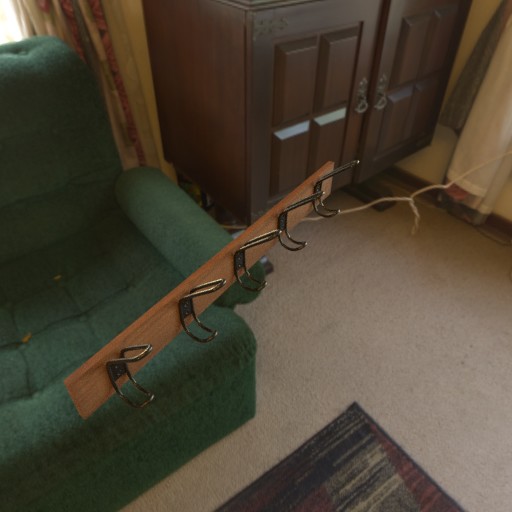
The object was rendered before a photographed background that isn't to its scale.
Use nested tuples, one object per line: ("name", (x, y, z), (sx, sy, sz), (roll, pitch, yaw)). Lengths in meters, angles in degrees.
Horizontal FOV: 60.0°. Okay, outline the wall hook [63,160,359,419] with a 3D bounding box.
("wall hook", (0.000, 0.000, 0.602), (0.076, 0.116, 0.554), (25, 46, 26))
